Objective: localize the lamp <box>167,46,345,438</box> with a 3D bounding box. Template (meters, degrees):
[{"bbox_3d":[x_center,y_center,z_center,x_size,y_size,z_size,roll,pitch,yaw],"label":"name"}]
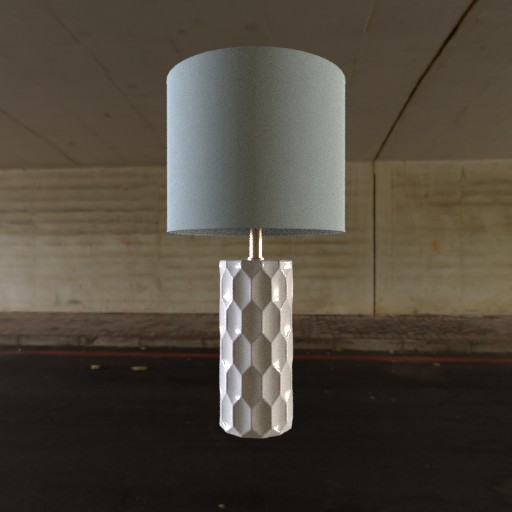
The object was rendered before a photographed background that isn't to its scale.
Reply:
[{"bbox_3d":[0.000,0.000,0.702,0.277,0.534,0.277,0,1,36],"label":"lamp"}]
